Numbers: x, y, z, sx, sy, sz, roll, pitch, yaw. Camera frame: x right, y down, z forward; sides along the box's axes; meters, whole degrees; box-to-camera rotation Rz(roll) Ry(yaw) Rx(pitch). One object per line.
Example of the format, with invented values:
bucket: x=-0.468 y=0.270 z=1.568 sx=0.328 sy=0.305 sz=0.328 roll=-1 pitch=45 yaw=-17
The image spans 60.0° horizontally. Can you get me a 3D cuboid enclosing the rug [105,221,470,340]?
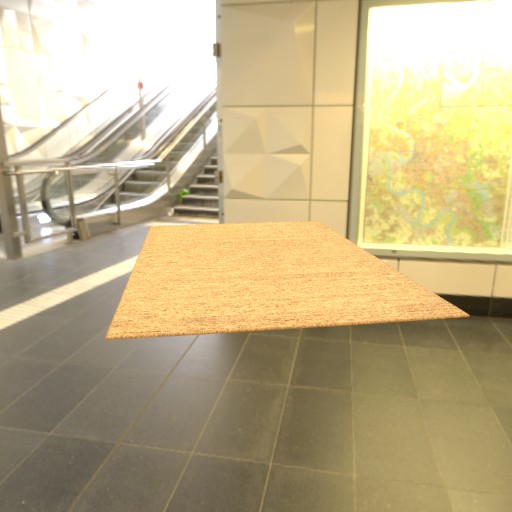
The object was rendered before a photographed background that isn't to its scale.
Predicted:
rug: x=0.000 y=0.000 z=2.332 sx=1.225 sy=0.013 sz=1.840 roll=-2 pitch=15 yaw=-8
